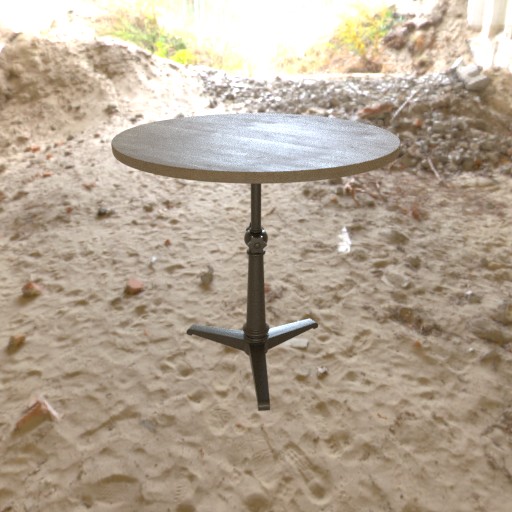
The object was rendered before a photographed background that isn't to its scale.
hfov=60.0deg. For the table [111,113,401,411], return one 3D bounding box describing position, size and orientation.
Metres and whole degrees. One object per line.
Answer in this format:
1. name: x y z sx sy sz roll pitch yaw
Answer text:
1. table: 0.000 0.000 1.448 0.800 0.780 0.800 0 26 0
